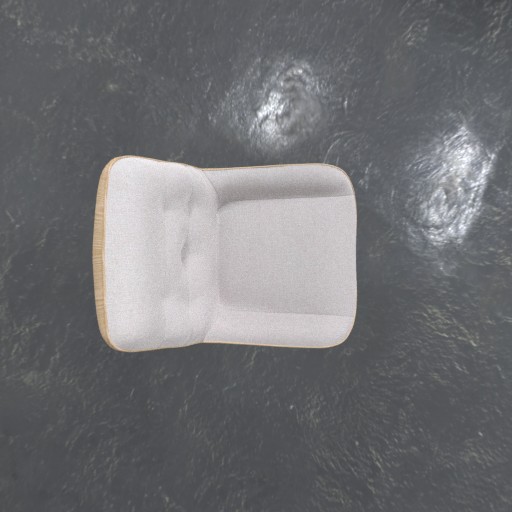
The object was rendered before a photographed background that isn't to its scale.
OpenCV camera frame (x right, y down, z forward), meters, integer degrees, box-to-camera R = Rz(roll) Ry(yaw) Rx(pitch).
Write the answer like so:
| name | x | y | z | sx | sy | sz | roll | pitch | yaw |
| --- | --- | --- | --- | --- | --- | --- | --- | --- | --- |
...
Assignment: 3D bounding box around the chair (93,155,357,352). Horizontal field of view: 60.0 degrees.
| name | x | y | z | sx | sy | sz | roll | pitch | yaw |
| --- | --- | --- | --- | --- | --- | --- | --- | --- | --- |
| chair | 0.000 | 0.000 | 1.356 | 0.668 | 0.952 | 0.564 | 0 | 89 | 0 |
